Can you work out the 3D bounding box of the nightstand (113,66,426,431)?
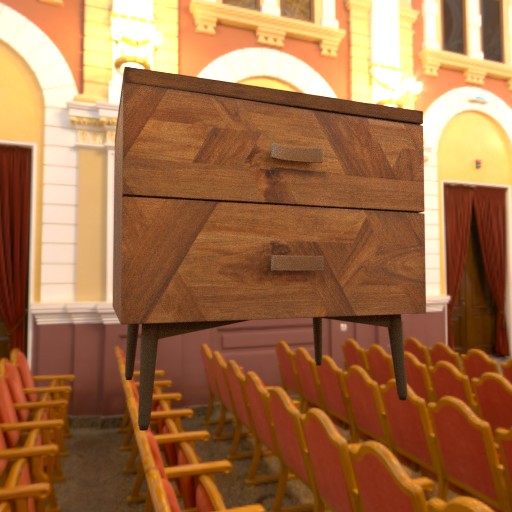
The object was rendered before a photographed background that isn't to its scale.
[{"bbox_3d":[0.000,0.000,1.018,0.610,0.610,0.458,1,-2,-20],"label":"nightstand"}]
